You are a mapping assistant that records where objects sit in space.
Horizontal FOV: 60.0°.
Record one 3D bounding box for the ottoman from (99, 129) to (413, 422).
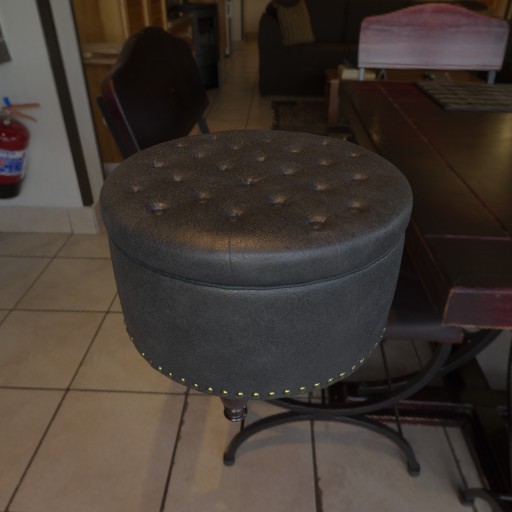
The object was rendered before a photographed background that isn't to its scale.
[{"bbox_3d":[0.000,0.000,1.034,0.637,0.442,0.637,0,32,0],"label":"ottoman"}]
